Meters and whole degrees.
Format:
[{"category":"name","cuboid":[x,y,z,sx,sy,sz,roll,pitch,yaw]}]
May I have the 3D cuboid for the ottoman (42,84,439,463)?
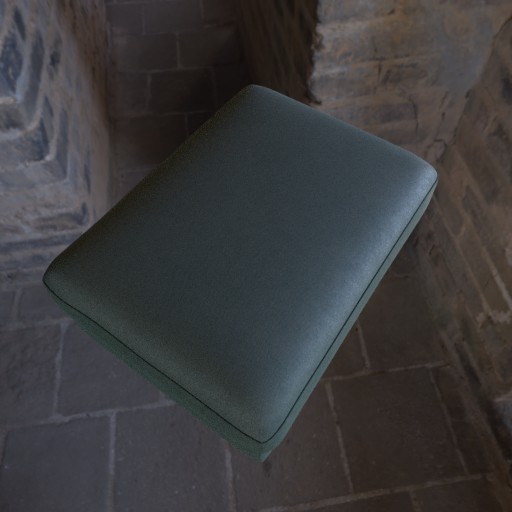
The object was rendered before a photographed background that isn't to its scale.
[{"category":"ottoman","cuboid":[0.000,0.000,1.144,0.608,0.449,0.811,31,63,18]}]
